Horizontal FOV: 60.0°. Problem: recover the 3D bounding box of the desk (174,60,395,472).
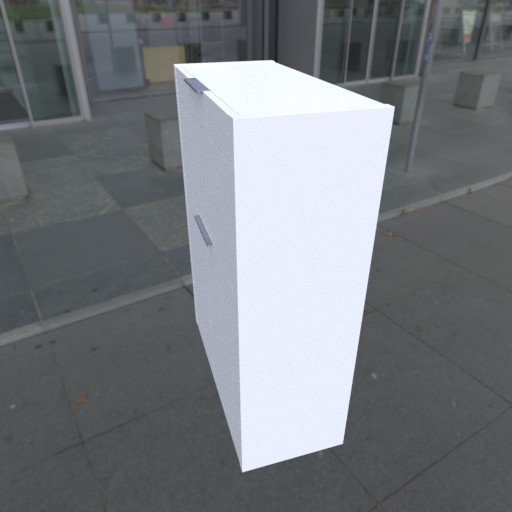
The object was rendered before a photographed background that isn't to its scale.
[{"bbox_3d":[0.000,0.000,1.597,0.390,1.190,0.850,-9,32,-15],"label":"desk"}]
